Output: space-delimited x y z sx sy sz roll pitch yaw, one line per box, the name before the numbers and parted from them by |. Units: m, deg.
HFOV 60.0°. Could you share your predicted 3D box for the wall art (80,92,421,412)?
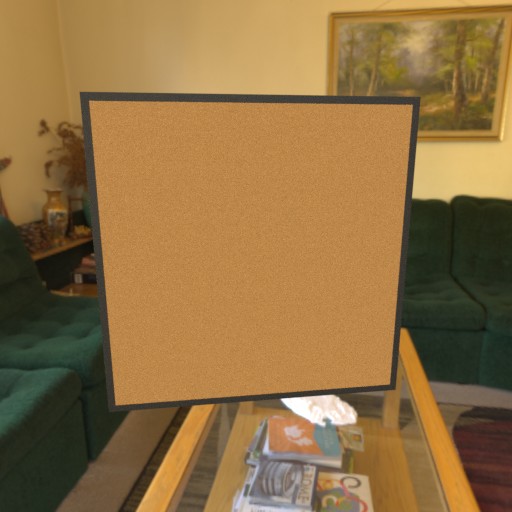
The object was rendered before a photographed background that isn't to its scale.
wall art | 0.000 0.000 0.447 0.304 0.304 0.038 -2 14 -8
